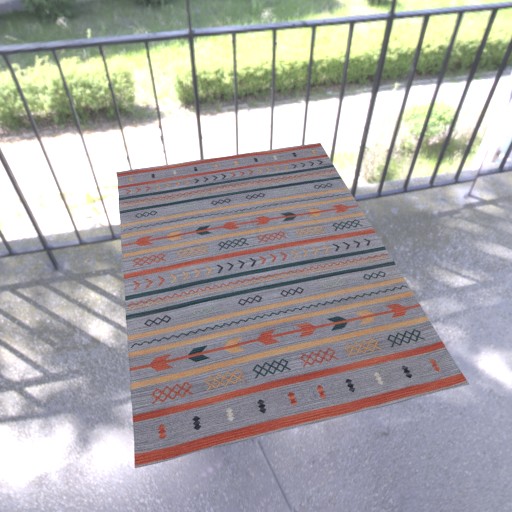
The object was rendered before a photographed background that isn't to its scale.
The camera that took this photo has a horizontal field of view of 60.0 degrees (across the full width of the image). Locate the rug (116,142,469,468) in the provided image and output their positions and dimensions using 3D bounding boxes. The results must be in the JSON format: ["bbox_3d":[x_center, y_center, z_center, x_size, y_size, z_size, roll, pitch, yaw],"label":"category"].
[{"bbox_3d":[0.000,0.000,3.836,2.263,0.022,3.029,-10,48,-9],"label":"rug"}]
